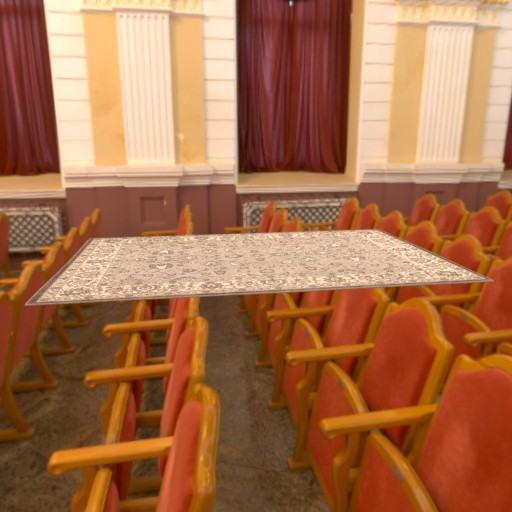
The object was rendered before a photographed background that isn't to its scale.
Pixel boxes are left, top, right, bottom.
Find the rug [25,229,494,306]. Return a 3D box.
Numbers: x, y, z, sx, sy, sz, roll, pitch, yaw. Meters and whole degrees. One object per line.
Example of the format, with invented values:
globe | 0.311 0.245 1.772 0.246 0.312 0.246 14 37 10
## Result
rug | 0.000 0.000 2.990 2.438 0.011 1.524 -2 15 -9
